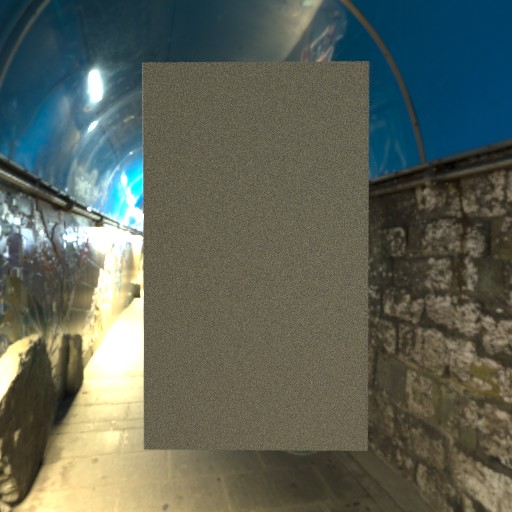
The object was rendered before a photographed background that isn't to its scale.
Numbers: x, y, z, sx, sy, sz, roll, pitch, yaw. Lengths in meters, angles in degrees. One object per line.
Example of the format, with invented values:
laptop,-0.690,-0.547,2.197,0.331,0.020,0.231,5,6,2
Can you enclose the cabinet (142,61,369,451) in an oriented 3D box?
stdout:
cabinet,0.000,0.000,2.696,1.250,2.160,0.480,0,1,1
